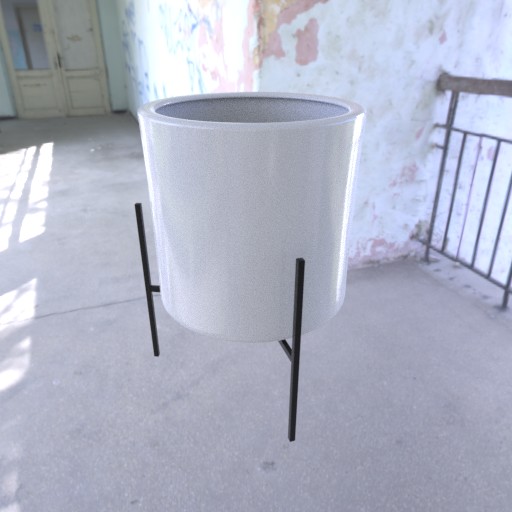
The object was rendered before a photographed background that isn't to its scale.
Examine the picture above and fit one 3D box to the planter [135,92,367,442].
[{"bbox_3d":[0.000,0.000,0.741,0.360,0.480,0.361,-9,28,-17],"label":"planter"}]
